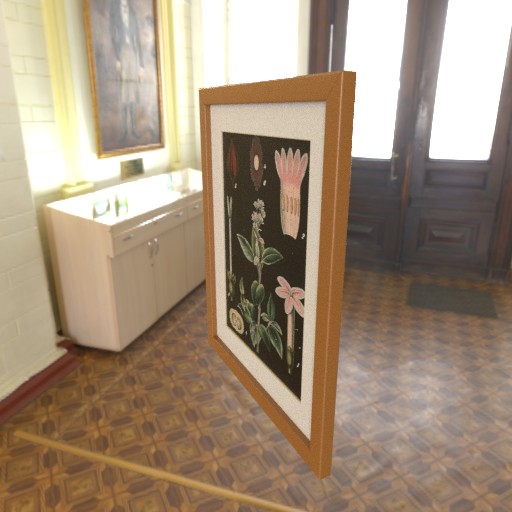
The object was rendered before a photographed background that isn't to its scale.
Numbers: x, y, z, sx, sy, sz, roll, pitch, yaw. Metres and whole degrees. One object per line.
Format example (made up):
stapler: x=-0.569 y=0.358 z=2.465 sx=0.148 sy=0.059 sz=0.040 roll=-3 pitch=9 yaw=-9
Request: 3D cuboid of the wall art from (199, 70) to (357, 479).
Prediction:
wall art: x=0.000 y=0.000 z=0.518 sx=0.015 sy=0.379 sz=0.310 roll=-9 pitch=20 yaw=-25
